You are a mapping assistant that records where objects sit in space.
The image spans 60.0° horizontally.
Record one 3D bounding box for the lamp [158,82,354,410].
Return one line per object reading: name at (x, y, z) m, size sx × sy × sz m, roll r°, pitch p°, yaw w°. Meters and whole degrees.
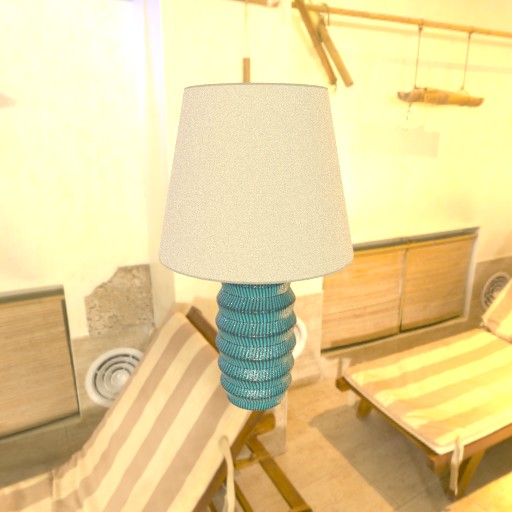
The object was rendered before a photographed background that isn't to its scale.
lamp at (0.000, 0.000, 0.824) m, size 0.355 × 0.582 × 0.355 m, roll 0°, pitch 16°, yaw 0°
